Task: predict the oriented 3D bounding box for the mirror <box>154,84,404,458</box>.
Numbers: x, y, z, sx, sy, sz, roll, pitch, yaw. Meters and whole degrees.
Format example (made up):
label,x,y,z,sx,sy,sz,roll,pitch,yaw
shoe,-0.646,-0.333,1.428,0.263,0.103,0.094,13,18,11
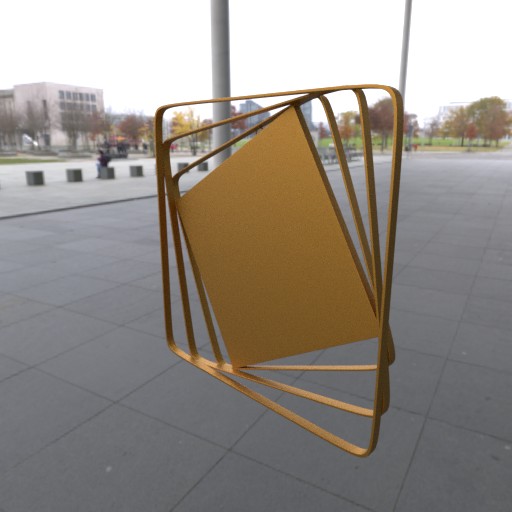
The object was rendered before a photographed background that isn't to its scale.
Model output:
label,x,y,z,sx,sy,sz,roll,pitch,yaw
mirror,0.000,0.000,0.683,0.045,0.468,0.470,-14,20,-43
